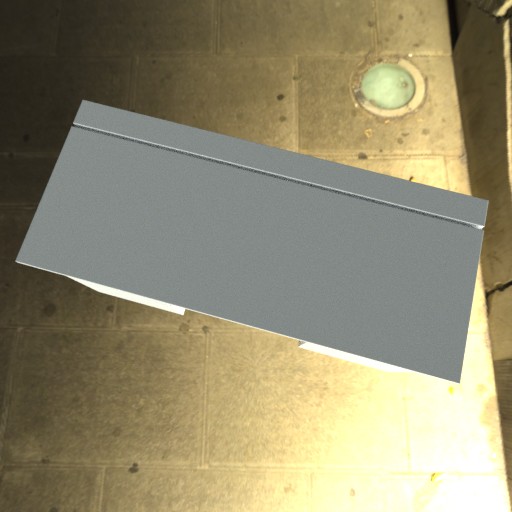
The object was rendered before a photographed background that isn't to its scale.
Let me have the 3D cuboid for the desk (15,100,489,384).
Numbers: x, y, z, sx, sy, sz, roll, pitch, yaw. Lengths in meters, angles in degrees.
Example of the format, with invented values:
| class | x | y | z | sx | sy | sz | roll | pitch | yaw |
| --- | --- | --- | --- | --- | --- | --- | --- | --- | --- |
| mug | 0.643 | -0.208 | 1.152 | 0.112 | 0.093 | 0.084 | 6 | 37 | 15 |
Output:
| class | x | y | z | sx | sy | sz | roll | pitch | yaw |
| --- | --- | --- | --- | --- | --- | --- | --- | --- | --- |
| desk | 0.000 | 0.000 | 1.960 | 1.580 | 0.760 | 0.670 | 15 | 76 | 4 |
